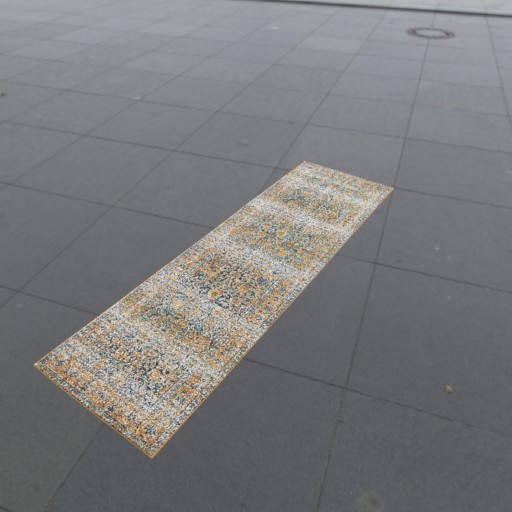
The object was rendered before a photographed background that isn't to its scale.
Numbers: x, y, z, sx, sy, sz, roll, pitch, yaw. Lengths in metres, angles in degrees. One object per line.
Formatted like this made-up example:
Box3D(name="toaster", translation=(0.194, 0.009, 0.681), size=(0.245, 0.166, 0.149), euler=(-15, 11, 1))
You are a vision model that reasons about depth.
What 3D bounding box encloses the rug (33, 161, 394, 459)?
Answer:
Box3D(name="rug", translation=(0.000, 0.000, 2.449), size=(0.704, 0.014, 2.294), euler=(24, 45, 26))
